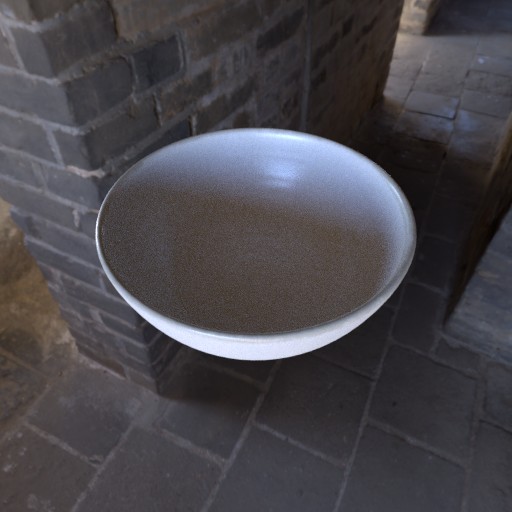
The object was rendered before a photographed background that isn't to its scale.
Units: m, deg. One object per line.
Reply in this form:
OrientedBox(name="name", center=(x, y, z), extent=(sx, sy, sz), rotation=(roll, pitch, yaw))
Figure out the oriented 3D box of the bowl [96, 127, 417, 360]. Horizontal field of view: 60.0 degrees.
OrientedBox(name="bowl", center=(0.000, 0.000, 0.423), extent=(0.268, 0.121, 0.268), rotation=(0, 46, 0))
